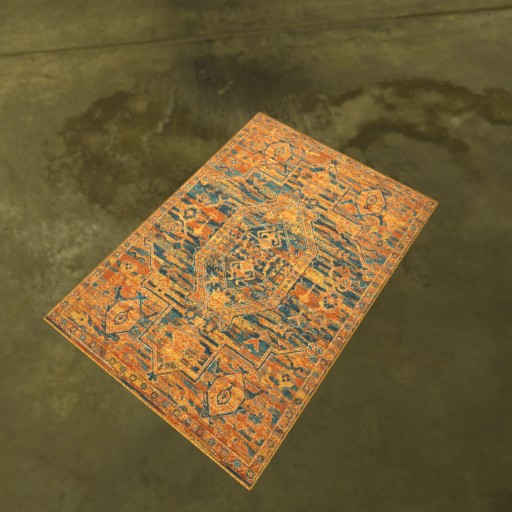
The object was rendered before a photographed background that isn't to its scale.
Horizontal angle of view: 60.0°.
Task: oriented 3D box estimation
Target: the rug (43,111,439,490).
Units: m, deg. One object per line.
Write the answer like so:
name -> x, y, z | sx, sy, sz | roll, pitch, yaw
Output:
rug -> 0.000, 0.000, 3.790 | 2.043, 0.019, 2.916 | 32, 65, 17
